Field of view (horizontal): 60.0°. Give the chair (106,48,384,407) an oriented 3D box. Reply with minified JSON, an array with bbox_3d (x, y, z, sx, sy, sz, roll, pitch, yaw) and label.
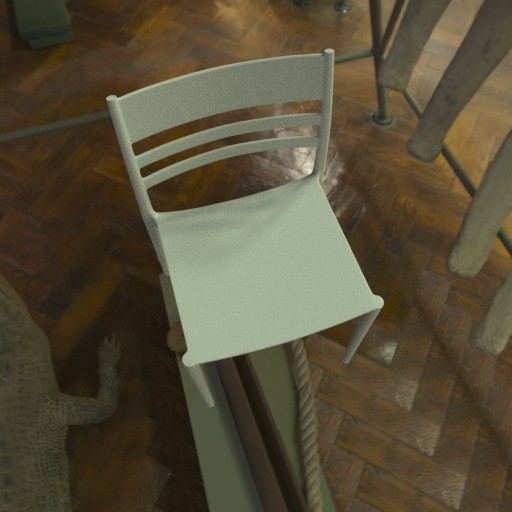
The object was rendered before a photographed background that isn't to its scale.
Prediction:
[{"bbox_3d":[0.000,0.000,1.140,0.531,0.800,0.511,-16,63,-8],"label":"chair"}]
